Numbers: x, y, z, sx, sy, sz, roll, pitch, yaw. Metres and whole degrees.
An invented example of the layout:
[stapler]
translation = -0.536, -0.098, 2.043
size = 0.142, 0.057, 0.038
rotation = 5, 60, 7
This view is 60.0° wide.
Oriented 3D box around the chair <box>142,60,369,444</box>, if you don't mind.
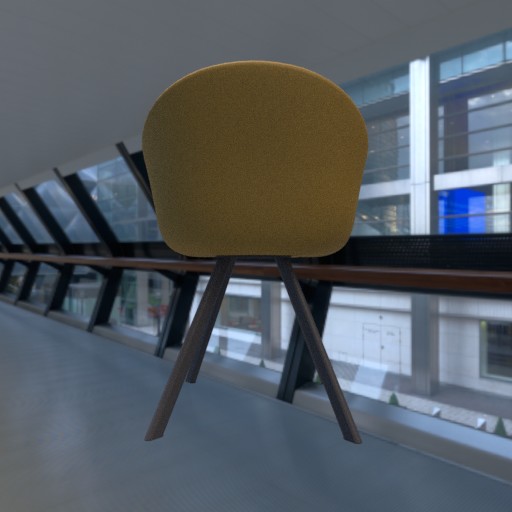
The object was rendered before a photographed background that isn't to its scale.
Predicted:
[chair]
translation = 0.000, 0.000, 1.186
size = 0.551, 0.793, 0.583
rotation = 0, 0, 2
